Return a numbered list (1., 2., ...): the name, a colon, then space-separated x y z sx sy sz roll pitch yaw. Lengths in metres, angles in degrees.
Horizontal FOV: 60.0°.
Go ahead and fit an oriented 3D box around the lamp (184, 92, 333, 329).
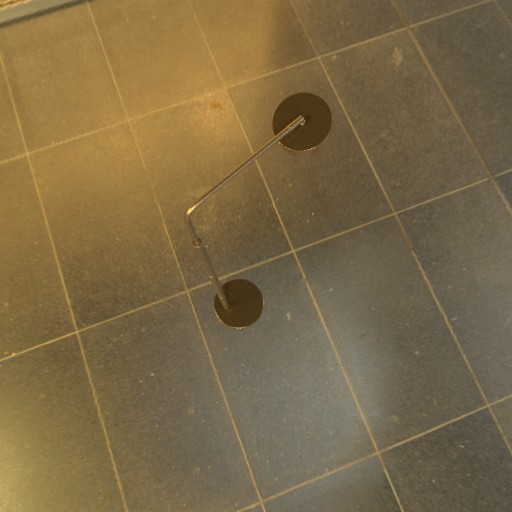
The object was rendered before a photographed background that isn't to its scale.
1. lamp: 0.000 0.000 1.405 0.418 1.230 0.219 -40 79 -9
